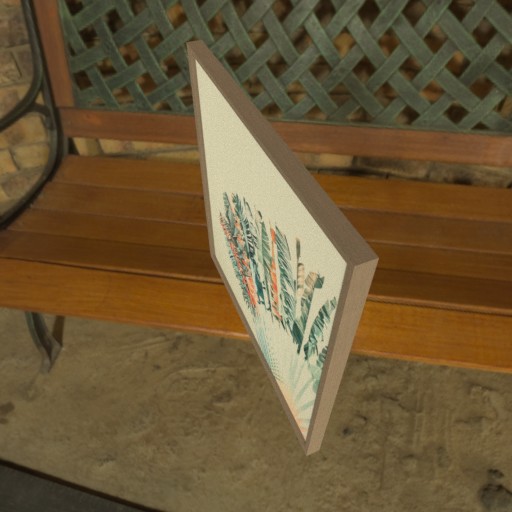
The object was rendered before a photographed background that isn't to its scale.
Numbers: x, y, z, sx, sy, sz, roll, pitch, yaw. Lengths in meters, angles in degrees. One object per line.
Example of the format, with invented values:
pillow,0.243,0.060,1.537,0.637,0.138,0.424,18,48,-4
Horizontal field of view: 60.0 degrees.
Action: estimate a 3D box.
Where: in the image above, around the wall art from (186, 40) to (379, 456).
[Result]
wall art,0.000,0.000,1.109,0.038,0.758,0.761,-17,50,-15
